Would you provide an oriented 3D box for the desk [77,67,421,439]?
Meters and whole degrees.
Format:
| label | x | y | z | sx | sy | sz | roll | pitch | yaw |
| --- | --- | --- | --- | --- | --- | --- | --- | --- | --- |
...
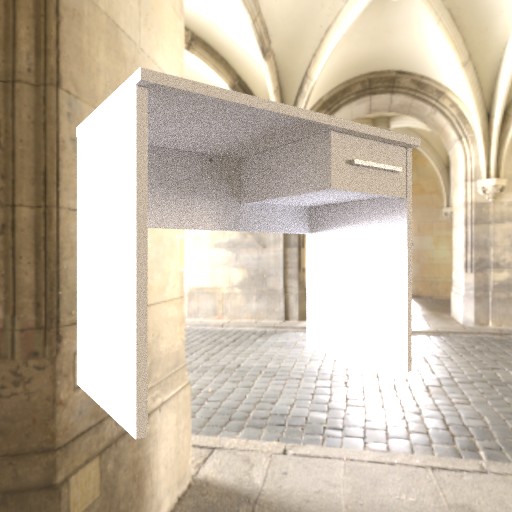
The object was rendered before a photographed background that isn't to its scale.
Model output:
| label | x | y | z | sx | sy | sz | roll | pitch | yaw |
| --- | --- | --- | --- | --- | --- | --- | --- | --- | --- |
| desk | 0.000 | 0.000 | 1.318 | 0.900 | 0.729 | 0.498 | 0 | 0 | -35 |
